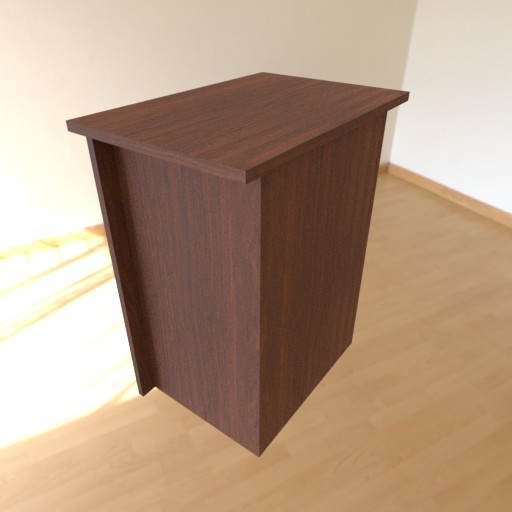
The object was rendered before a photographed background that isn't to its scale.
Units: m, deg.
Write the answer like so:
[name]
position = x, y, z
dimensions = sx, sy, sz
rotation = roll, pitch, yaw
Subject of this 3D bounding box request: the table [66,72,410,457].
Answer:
[table]
position = 0.000, 0.000, 1.069
dimensions = 0.406, 0.711, 0.589
rotation = 22, 38, 30
